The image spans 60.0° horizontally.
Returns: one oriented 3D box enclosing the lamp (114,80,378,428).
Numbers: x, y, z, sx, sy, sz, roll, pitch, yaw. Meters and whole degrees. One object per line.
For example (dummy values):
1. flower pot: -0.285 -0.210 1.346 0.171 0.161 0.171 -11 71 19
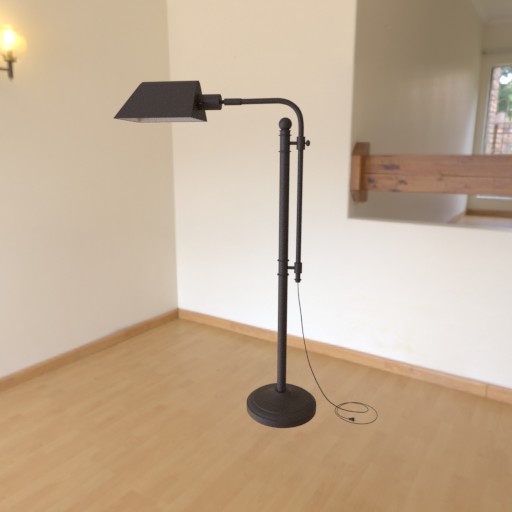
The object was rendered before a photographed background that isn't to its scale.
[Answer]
1. lamp: 0.000 0.000 0.944 0.545 0.708 0.159 2 13 9
